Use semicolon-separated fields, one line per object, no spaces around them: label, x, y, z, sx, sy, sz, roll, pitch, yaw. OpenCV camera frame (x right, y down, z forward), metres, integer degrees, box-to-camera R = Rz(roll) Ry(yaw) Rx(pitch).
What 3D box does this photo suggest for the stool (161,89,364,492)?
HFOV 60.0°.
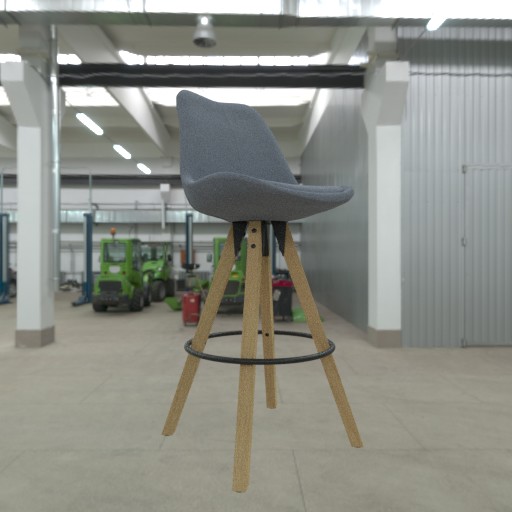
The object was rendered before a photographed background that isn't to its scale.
stool;0.000;0.000;1.366;0.485;1.115;0.550;0;0;-36
